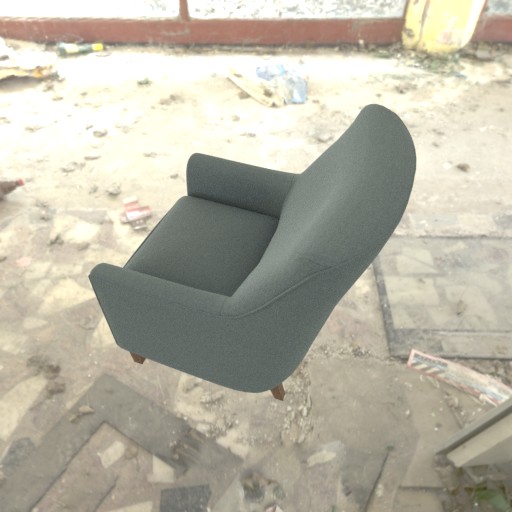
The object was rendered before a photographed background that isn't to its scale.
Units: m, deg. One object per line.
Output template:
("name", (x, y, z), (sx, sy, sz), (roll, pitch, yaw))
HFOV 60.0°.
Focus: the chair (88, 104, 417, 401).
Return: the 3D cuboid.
("chair", (0.000, 0.000, 1.579), (0.879, 0.916, 0.756), (16, 48, 15))
